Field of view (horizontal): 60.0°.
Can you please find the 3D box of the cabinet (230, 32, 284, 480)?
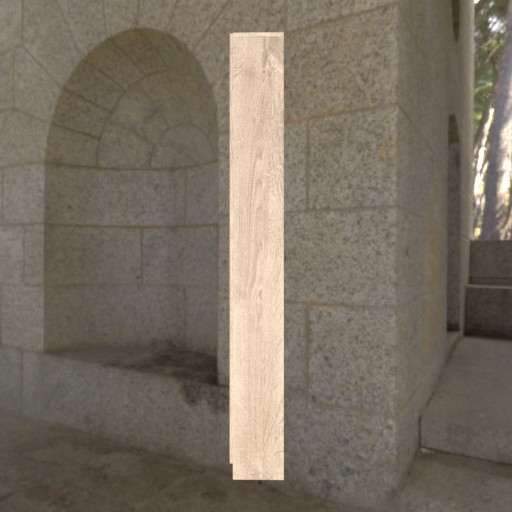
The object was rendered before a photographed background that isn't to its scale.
[{"bbox_3d":[0.000,0.000,2.024,0.230,1.790,0.500,0,0,1],"label":"cabinet"}]
